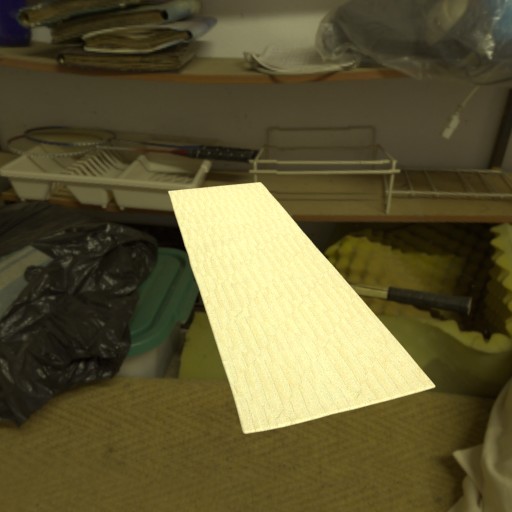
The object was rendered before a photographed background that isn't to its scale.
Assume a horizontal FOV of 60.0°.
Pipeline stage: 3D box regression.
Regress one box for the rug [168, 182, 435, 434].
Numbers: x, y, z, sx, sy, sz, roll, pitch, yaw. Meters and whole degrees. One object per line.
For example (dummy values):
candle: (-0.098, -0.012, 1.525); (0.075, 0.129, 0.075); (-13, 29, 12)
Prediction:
rug: (0.000, 0.000, 2.669); (0.793, 0.014, 2.450); (-8, 30, -14)
